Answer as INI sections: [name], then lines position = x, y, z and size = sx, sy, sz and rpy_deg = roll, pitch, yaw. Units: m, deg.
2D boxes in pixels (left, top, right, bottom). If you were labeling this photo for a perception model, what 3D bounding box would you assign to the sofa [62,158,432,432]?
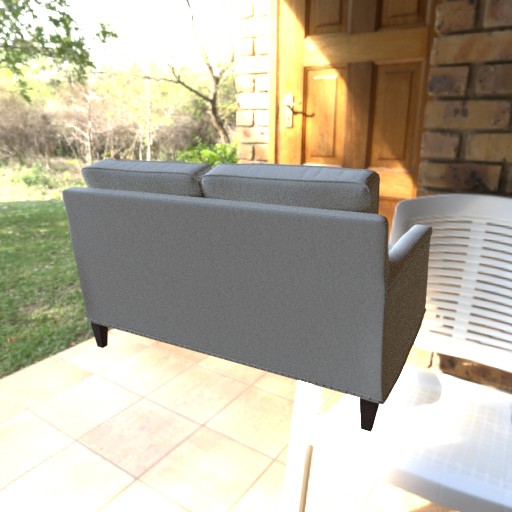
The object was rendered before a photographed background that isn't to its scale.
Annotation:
[sofa]
position = 0.000, 0.000, 2.277
size = 1.597, 1.003, 1.084
rpy_deg = 9, 19, 27
